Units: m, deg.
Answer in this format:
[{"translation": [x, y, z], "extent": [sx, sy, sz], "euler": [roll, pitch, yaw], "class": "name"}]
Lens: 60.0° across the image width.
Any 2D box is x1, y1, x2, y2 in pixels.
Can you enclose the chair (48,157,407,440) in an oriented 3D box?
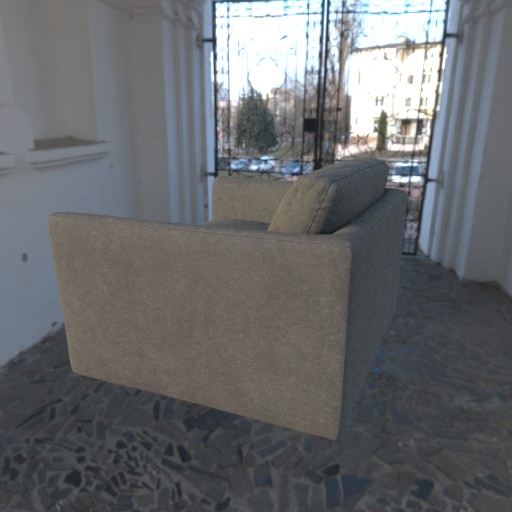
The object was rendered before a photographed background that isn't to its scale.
[{"translation": [0.000, 0.000, 1.895], "extent": [1.091, 0.845, 1.190], "euler": [8, 19, 24], "class": "chair"}]
